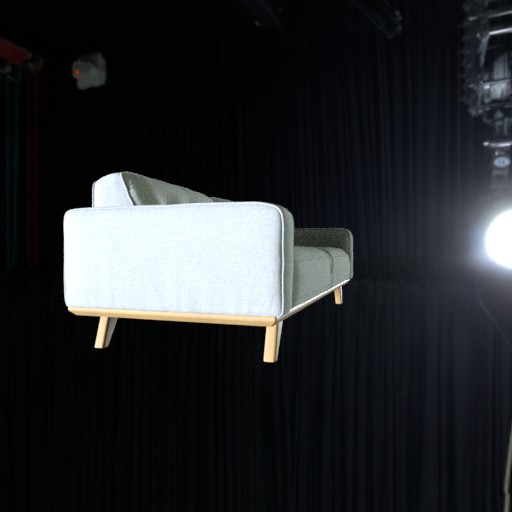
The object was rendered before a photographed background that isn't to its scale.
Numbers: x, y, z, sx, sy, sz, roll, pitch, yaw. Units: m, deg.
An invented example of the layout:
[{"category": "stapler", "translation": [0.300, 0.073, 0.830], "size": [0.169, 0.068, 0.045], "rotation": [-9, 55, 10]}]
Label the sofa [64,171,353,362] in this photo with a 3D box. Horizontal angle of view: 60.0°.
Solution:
[{"category": "sofa", "translation": [0.000, 0.000, 2.727], "size": [0.956, 0.781, 2.270], "rotation": [0, 1, 18]}]
